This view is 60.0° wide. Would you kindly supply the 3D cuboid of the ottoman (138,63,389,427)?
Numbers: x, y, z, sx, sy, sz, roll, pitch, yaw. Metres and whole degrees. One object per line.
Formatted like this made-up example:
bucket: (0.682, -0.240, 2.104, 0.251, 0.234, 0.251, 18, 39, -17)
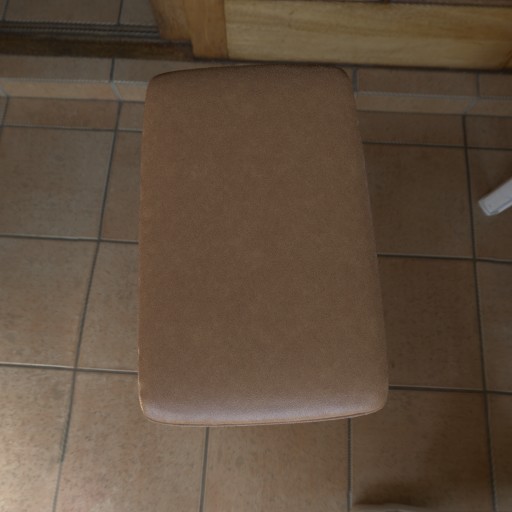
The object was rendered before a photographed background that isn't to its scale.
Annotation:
ottoman: (0.000, 0.000, 0.980, 0.420, 0.480, 0.670, -3, 74, -1)
